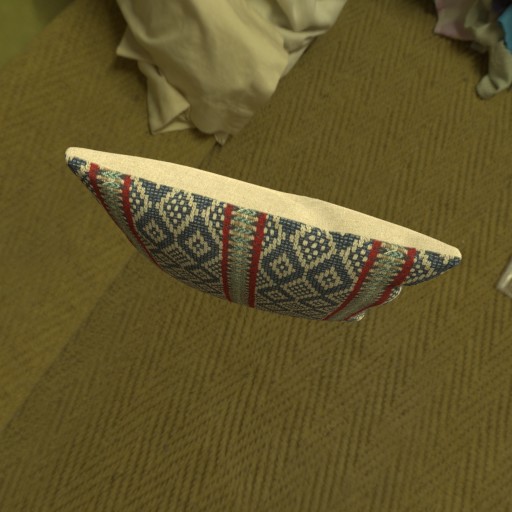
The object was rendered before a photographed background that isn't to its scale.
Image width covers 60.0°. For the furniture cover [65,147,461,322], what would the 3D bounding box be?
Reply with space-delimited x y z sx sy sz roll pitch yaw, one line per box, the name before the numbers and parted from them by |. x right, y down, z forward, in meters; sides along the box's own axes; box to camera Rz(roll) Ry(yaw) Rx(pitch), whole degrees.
furniture cover | 0.000 0.000 0.664 0.431 0.431 0.139 15 76 4
